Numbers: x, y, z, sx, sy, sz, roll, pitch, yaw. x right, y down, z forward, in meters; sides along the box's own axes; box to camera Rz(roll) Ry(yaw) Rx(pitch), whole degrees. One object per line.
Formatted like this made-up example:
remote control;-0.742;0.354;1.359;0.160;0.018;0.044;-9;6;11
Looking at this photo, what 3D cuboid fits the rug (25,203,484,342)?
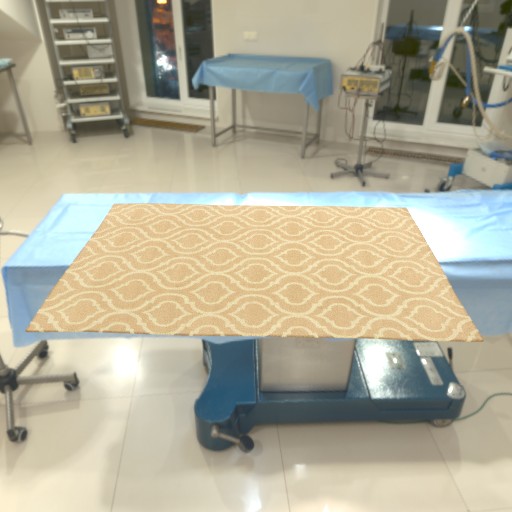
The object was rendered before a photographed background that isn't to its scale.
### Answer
rug;0.000;0.000;2.166;1.761;0.013;1.152;1;32;1
